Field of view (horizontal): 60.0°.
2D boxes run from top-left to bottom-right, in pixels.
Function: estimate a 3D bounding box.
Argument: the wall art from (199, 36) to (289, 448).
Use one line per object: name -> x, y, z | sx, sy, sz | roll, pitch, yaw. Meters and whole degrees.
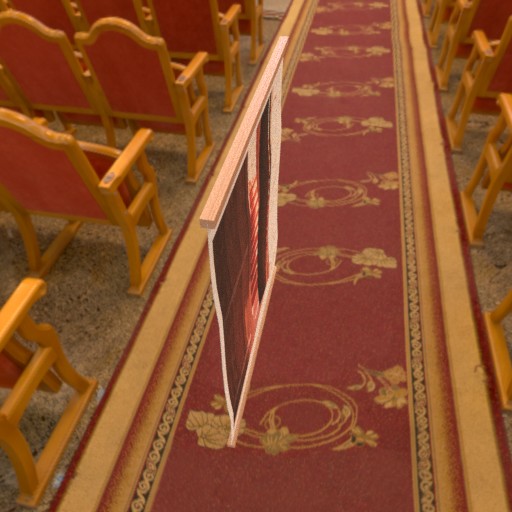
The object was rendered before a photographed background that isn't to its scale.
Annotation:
wall art -> 0.000, 0.000, 0.691 | 0.013, 0.508, 0.406 | 9, 47, 8
